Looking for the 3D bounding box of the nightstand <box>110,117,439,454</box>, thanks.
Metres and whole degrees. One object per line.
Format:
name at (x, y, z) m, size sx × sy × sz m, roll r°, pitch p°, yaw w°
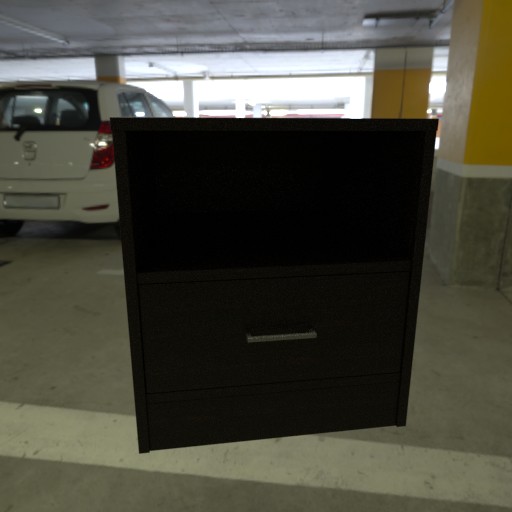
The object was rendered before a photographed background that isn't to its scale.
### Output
nightstand at (0.000, 0.000, 0.795) m, size 0.400 × 0.460 × 0.461 m, roll -2°, pitch 16°, yaw -8°
